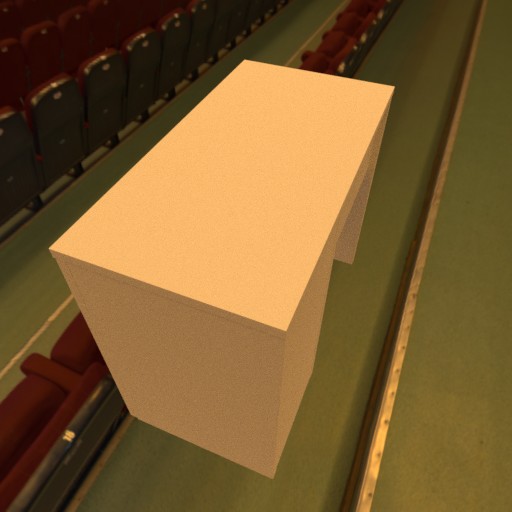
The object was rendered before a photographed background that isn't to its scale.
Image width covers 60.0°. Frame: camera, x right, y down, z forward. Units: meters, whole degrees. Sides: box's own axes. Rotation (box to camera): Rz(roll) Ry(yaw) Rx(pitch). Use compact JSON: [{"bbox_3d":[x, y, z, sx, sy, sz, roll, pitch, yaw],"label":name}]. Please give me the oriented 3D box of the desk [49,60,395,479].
[{"bbox_3d":[0.000,0.000,1.310,0.482,0.730,0.898,17,49,15],"label":"desk"}]
